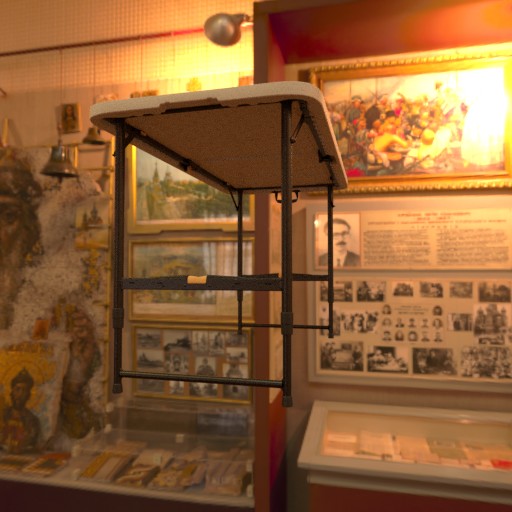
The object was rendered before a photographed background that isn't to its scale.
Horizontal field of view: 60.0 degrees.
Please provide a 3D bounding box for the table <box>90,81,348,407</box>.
[{"bbox_3d":[0.000,0.000,1.632,0.611,0.737,1.245,-1,-2,15],"label":"table"}]
